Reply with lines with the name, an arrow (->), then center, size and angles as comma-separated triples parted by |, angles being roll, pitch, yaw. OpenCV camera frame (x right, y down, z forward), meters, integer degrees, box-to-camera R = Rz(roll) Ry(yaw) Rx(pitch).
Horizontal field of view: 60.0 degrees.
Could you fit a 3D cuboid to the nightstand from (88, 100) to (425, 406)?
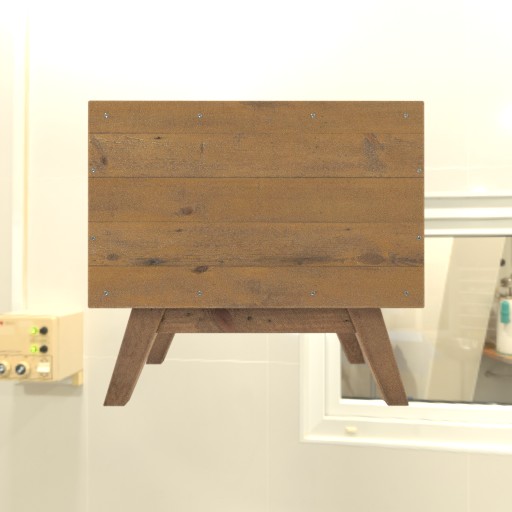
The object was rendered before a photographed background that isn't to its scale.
nightstand -> 0.000, 0.000, 1.078 | 0.650, 0.599, 0.450 | 0, 0, 0
